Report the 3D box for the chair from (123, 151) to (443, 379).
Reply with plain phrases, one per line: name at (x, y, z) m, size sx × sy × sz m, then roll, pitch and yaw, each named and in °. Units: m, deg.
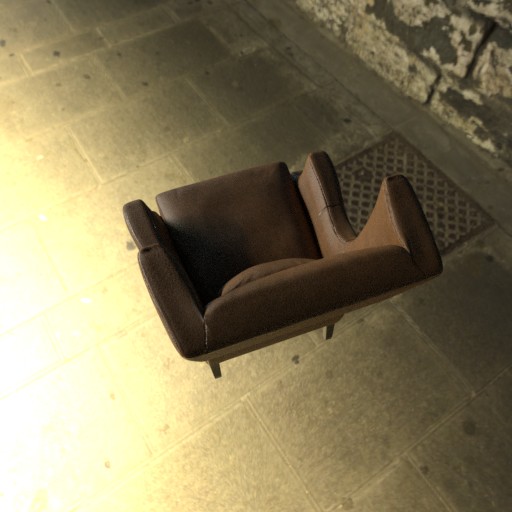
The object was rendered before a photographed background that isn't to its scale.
chair at (0.000, 0.000, 1.665) m, size 0.852 × 1.016 × 0.925 m, roll -17°, pitch 61°, yaw -10°
